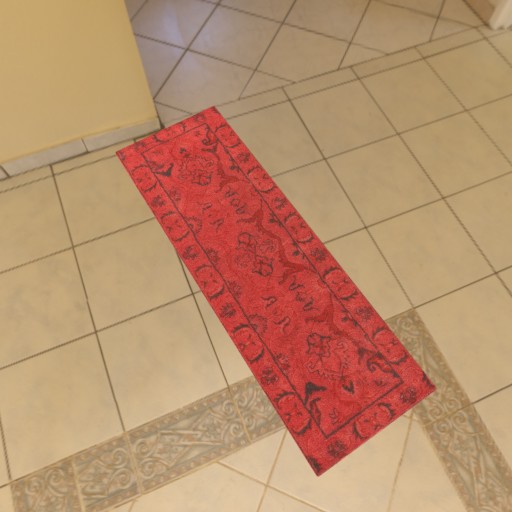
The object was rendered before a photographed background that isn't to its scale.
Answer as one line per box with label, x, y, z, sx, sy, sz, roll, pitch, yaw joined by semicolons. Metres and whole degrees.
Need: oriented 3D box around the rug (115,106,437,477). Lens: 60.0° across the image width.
rug;0.000;0.000;2.786;0.813;0.018;2.439;-30;68;-13
